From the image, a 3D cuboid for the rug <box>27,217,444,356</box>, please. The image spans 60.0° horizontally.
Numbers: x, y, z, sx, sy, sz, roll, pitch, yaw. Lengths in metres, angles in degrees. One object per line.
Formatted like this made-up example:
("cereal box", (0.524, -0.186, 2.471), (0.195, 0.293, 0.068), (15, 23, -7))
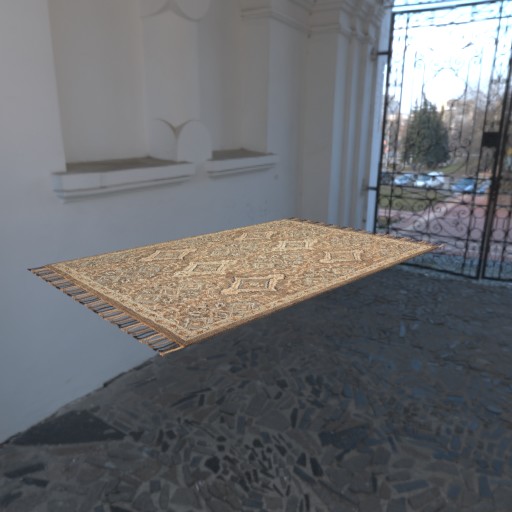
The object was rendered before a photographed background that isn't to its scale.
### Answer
("rug", (0.000, 0.000, 2.998), (2.434, 0.010, 1.516), (-15, 21, -42))
